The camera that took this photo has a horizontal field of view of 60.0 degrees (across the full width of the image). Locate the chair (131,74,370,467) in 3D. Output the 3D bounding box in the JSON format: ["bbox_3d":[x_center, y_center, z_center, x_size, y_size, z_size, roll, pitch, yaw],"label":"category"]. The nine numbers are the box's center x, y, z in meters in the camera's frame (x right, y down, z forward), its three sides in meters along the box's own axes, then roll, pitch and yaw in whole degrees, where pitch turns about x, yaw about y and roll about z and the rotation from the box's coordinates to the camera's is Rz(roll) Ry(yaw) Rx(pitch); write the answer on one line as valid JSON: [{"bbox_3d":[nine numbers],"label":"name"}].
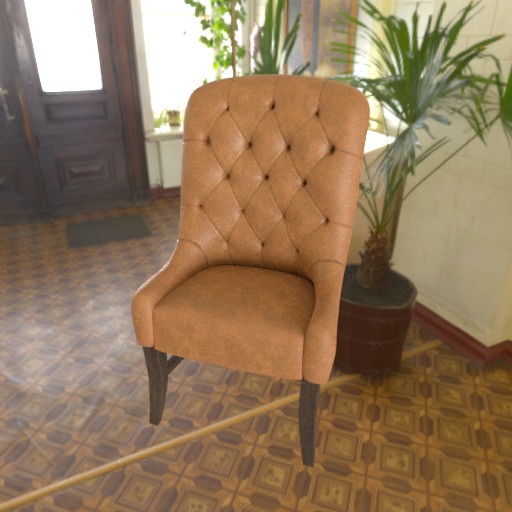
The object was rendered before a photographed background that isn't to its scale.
[{"bbox_3d":[0.000,0.000,1.482,0.634,1.091,0.629,8,27,16],"label":"chair"}]
